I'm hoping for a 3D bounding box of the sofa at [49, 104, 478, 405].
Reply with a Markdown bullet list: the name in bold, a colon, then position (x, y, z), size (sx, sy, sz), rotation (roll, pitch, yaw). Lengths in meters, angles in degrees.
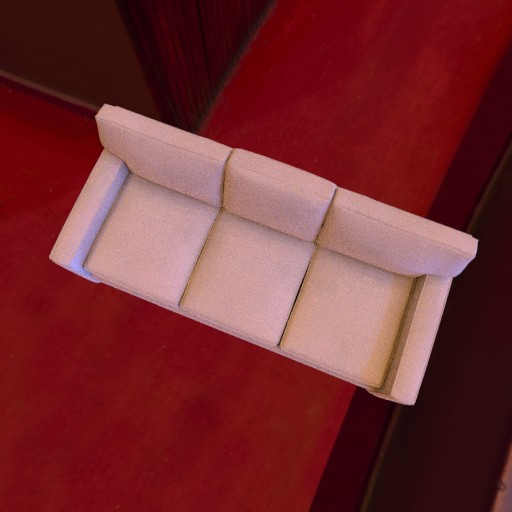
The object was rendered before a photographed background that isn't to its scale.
- **sofa**: position (0.000, 0.000, 2.541), size (2.088, 0.862, 0.935), rotation (21, 77, 5)
